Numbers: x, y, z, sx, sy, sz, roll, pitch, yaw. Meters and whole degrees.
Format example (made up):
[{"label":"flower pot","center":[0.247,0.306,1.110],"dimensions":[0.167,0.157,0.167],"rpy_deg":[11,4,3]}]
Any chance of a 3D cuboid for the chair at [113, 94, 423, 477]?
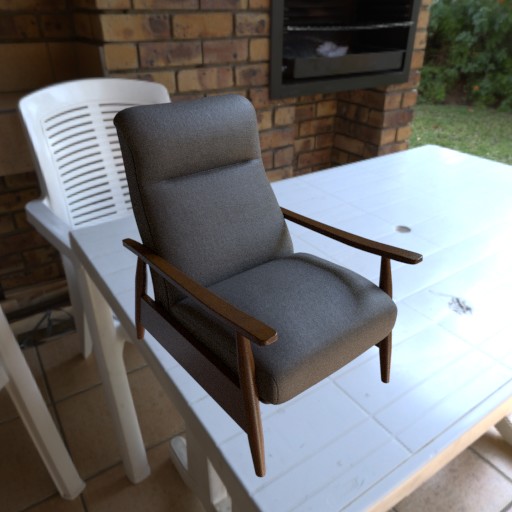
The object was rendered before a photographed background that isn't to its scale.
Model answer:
[{"label":"chair","center":[0.000,0.000,1.786],"dimensions":[0.762,1.081,1.014],"rpy_deg":[-21,36,-33]}]
